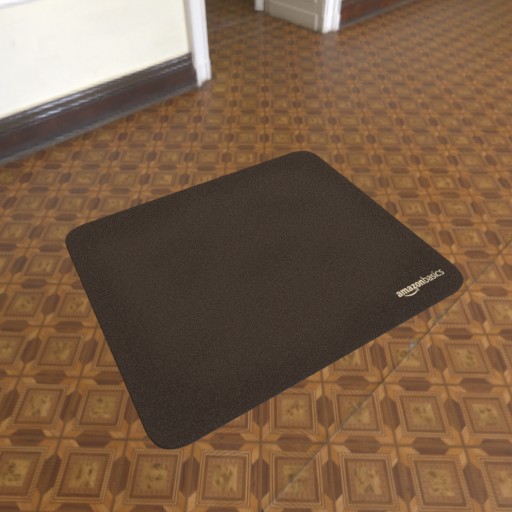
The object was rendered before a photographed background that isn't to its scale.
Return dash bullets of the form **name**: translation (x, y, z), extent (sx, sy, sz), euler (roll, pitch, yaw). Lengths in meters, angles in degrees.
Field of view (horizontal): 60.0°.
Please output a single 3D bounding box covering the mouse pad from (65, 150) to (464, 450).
- **mouse pad**: translation (0.000, 0.000, 0.345), extent (0.249, 0.002, 0.211), euler (-23, 50, -21)
